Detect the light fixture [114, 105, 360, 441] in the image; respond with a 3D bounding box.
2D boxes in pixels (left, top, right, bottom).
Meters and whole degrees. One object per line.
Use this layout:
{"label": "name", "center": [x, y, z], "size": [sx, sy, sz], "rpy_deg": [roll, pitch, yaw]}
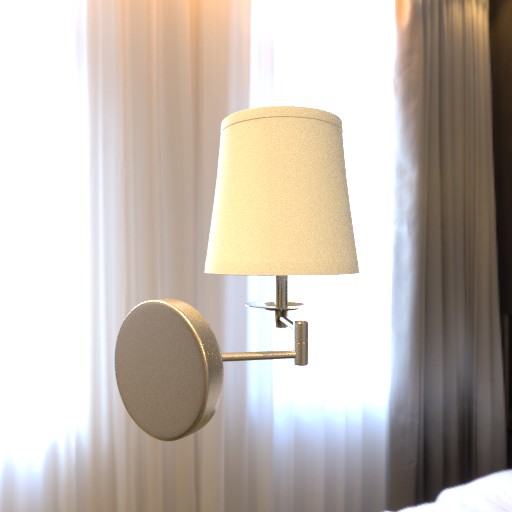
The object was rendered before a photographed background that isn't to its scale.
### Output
{"label": "light fixture", "center": [0.000, 0.000, 0.598], "size": [0.223, 0.381, 0.348], "rpy_deg": [0, 0, 37]}
